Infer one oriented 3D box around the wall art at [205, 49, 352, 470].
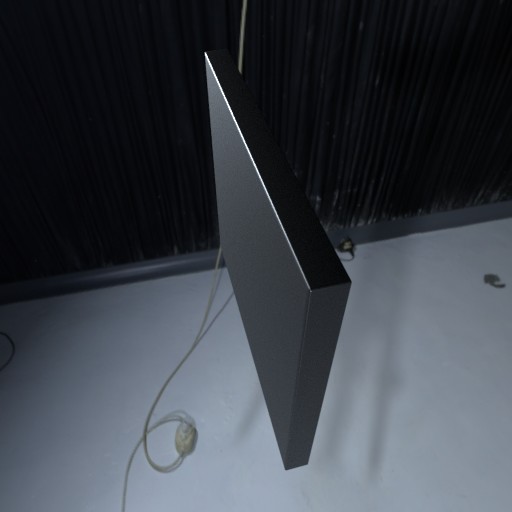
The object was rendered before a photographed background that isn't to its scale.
[{"bbox_3d":[0.000,0.000,0.525,0.028,0.330,0.380,-11,47,-10],"label":"wall art"}]
